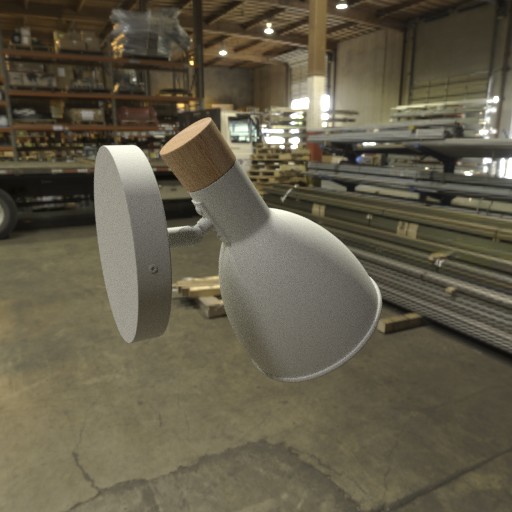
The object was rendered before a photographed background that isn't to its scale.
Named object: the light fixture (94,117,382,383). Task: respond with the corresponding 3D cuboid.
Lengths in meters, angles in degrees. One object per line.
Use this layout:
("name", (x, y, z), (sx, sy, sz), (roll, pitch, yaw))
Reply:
("light fixture", (0.000, 0.000, 0.336), (0.209, 0.199, 0.127), (-8, 17, -27))
